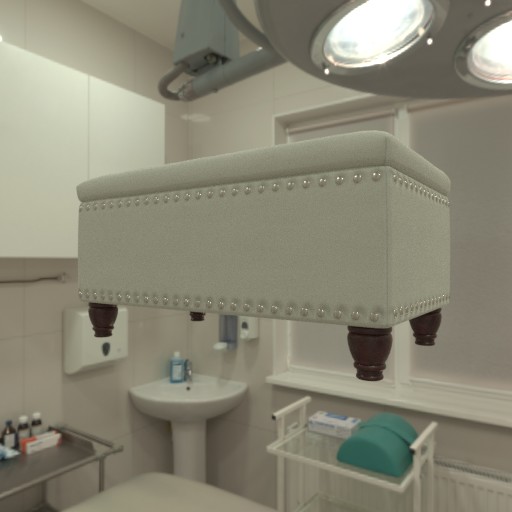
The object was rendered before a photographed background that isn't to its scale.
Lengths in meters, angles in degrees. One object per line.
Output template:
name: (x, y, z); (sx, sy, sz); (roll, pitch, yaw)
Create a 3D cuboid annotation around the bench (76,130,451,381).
bench: (0.000, 0.000, 1.188); (0.887, 0.449, 0.500); (0, -1, 35)
